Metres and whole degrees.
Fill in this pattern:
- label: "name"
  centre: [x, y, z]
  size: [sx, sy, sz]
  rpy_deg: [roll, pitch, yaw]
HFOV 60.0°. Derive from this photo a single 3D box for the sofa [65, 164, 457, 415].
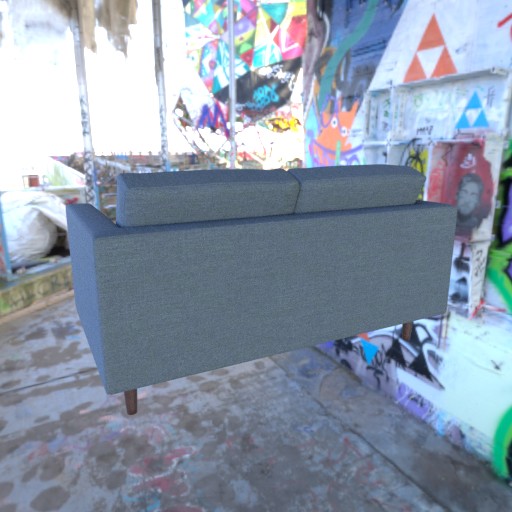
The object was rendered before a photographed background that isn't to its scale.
- label: "sofa"
  centre: [0.000, 0.000, 2.230]
  size: [1.659, 0.907, 0.999]
  rpy_deg: [-7, 16, -27]
